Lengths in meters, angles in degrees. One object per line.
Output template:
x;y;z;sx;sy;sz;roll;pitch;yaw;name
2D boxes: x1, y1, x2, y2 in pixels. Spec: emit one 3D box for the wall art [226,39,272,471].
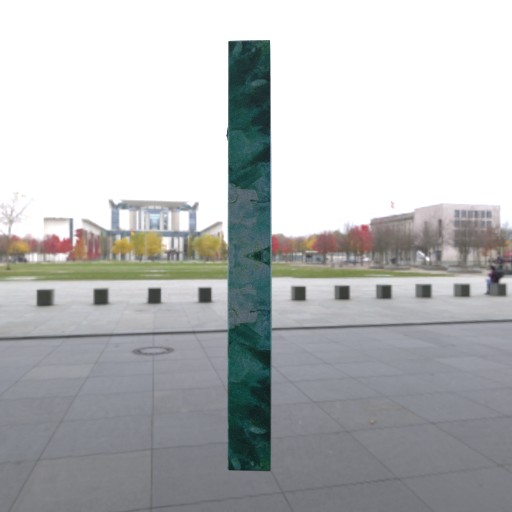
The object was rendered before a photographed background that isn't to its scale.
0.000;0.000;0.476;0.033;0.313;0.313;0;0;2;wall art
